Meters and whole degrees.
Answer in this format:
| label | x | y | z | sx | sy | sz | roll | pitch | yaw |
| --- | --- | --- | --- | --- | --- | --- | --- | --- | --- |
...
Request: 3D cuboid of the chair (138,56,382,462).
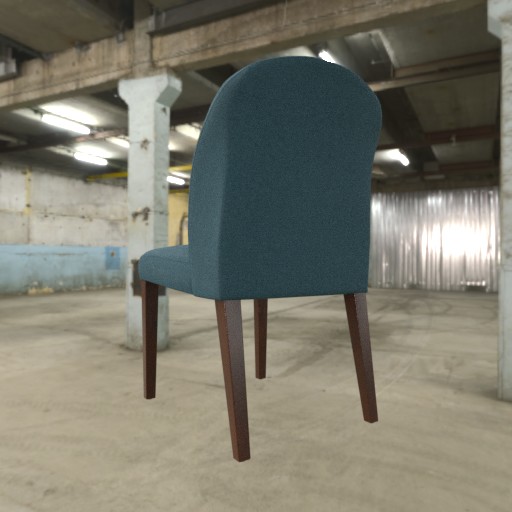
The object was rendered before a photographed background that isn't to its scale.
| label | x | y | z | sx | sy | sz | roll | pitch | yaw |
| --- | --- | --- | --- | --- | --- | --- | --- | --- | --- |
| chair | 0.000 | 0.000 | 1.256 | 0.507 | 0.879 | 0.620 | 1 | -1 | -34 |
